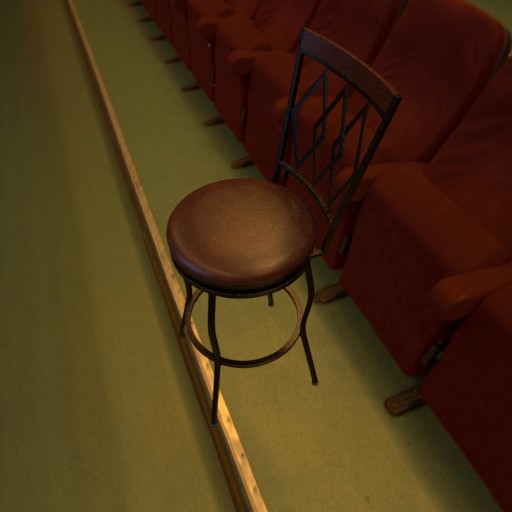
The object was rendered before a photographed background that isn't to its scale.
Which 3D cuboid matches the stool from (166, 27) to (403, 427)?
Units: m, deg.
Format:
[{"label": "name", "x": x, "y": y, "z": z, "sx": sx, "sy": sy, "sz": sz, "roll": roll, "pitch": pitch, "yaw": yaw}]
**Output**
[{"label": "stool", "x": 0.000, "y": 0.000, "z": 1.362, "sx": 0.521, "sy": 1.134, "sz": 0.432, "roll": -17, "pitch": 49, "yaw": -16}]
